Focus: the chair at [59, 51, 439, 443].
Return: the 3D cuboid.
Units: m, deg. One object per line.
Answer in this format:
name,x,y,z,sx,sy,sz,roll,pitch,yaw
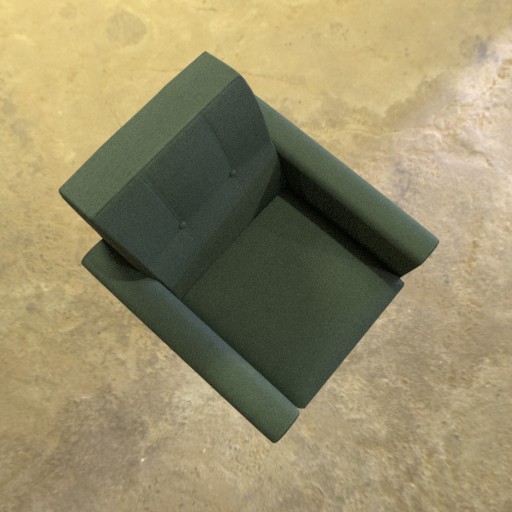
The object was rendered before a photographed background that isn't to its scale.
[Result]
chair,0.000,0.000,1.528,0.909,0.841,0.831,41,79,9
